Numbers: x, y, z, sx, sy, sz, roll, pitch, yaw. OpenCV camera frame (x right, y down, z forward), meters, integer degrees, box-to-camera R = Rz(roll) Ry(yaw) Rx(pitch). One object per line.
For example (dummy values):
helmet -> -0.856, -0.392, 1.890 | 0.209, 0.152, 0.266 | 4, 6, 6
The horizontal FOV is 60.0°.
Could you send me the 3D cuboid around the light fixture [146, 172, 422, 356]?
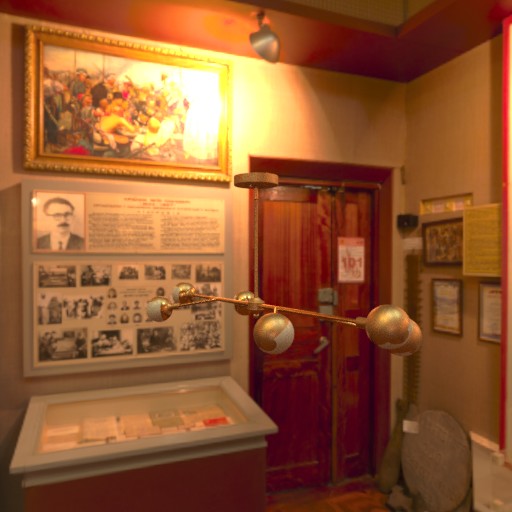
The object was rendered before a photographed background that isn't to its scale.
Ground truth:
light fixture -> 0.000, 0.000, 1.010 | 0.434, 0.362, 0.778 | 0, 0, -19
